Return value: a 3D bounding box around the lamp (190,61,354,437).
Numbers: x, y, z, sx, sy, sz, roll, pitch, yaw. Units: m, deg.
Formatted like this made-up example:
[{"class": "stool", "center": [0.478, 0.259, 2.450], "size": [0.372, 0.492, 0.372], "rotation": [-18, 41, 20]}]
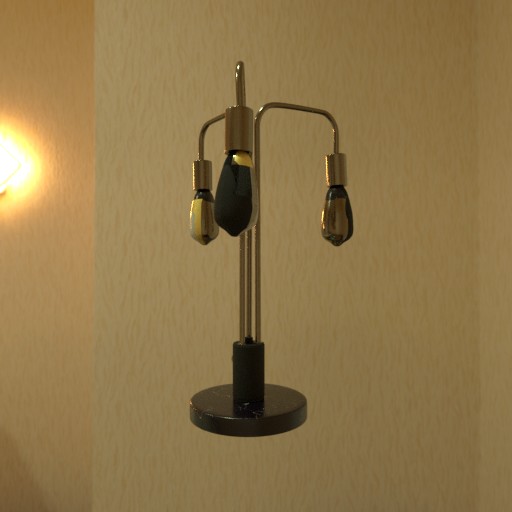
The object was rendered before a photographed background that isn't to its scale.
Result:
[{"class": "lamp", "center": [0.000, 0.000, 0.816], "size": [0.355, 0.560, 0.368], "rotation": [1, -1, -36]}]
